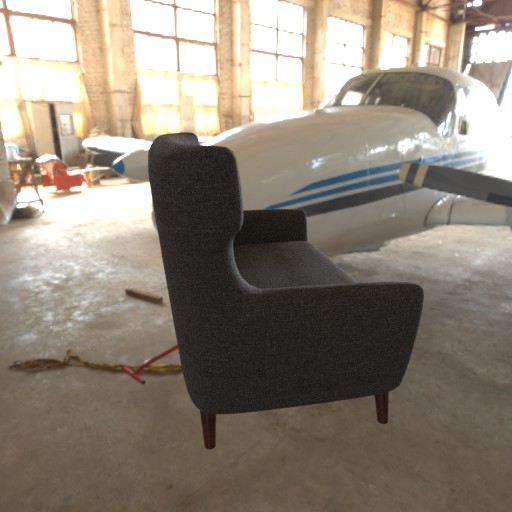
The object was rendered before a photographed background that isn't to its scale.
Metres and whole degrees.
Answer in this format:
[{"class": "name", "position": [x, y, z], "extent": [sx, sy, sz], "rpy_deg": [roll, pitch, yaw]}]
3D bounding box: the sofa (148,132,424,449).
[{"class": "sofa", "position": [0.000, 0.000, 1.969], "extent": [0.874, 1.028, 1.358], "rpy_deg": [-4, 18, -11]}]
